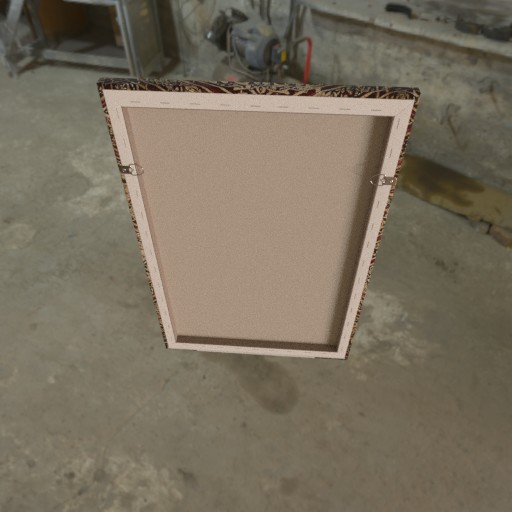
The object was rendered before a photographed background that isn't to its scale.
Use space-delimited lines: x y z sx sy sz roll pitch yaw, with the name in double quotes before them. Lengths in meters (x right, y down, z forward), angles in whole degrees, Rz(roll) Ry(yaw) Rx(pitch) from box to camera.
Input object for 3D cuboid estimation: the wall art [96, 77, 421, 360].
"wall art" 0.000 0.000 1.147 0.599 0.904 0.030 3 46 3
